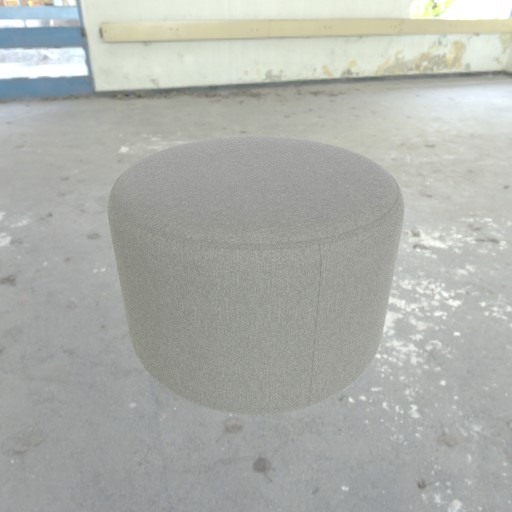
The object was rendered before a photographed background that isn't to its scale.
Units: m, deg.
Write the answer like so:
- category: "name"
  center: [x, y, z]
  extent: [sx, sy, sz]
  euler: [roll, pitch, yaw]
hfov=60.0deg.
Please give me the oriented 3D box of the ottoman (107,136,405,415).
- category: "ottoman"
  center: [0.000, 0.000, 1.017]
  extent: [0.608, 0.433, 0.608]
  euler: [0, 30, 0]
